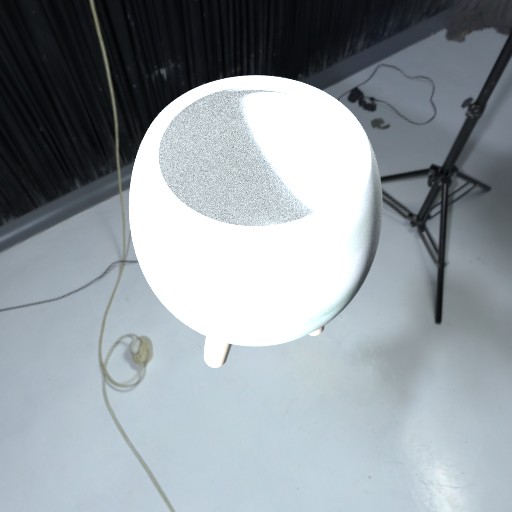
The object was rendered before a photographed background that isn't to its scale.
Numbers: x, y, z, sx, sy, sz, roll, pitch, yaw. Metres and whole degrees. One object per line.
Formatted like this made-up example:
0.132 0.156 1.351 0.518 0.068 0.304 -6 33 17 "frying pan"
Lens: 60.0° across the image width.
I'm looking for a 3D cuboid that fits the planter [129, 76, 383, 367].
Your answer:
0.000 0.000 0.335 0.161 0.224 0.161 0 58 0 "planter"
